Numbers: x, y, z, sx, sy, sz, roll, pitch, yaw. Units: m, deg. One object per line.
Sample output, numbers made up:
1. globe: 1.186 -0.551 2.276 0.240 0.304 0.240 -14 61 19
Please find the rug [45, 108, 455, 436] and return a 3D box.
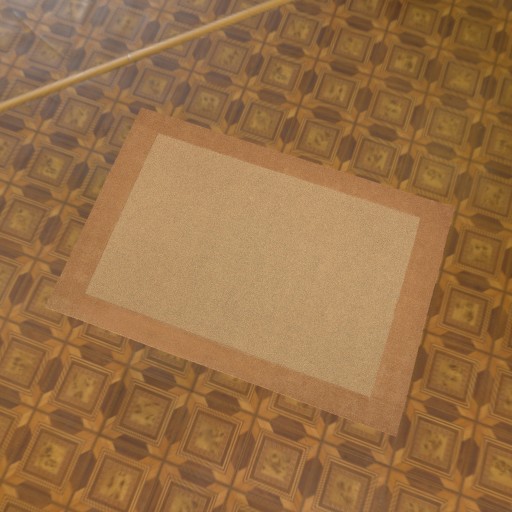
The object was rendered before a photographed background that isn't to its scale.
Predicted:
1. rug: 0.000 0.000 2.310 1.829 0.014 1.219 19 76 5
